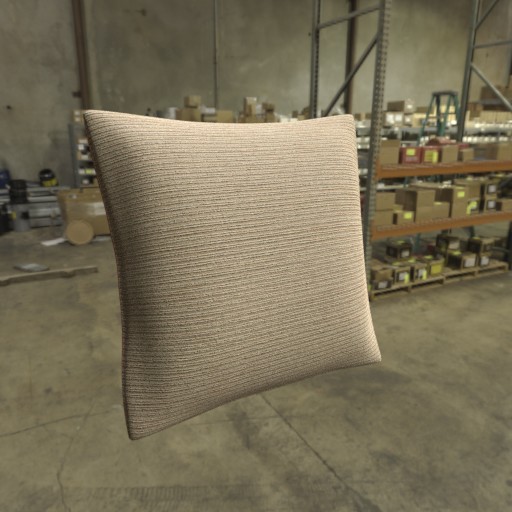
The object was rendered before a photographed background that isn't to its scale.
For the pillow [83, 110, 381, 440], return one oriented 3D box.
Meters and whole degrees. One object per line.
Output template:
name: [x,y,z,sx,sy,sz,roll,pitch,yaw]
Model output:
pillow: [0.000,0.000,0.646,0.424,0.401,0.177,-9,18,-27]
